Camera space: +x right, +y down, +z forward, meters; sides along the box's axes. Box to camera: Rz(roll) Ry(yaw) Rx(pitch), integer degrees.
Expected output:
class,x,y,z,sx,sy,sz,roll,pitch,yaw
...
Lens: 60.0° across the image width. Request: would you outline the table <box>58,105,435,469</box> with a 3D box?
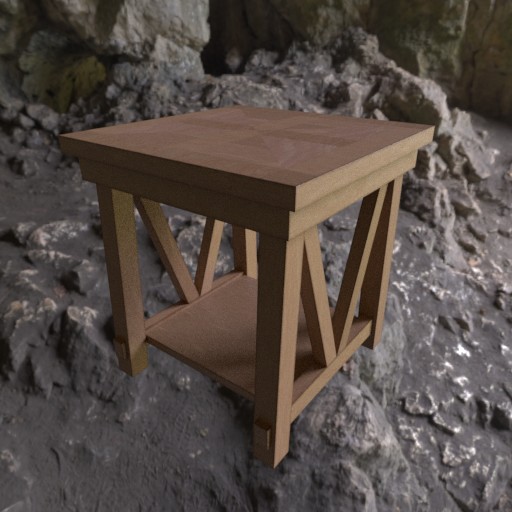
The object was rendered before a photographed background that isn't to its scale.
class,x,y,z,sx,sy,sz,roll,pitch,yaw
table,0.000,0.000,1.149,0.610,0.638,0.612,19,32,33
